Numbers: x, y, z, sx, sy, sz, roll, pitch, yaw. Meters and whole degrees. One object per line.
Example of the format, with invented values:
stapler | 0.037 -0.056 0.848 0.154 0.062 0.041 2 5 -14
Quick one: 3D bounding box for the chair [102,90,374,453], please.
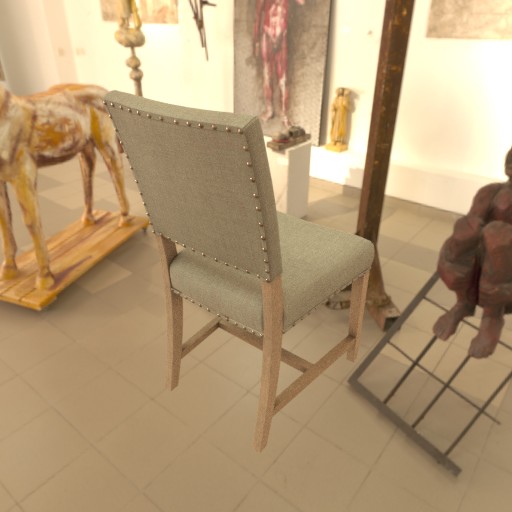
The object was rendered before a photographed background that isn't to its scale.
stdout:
chair | 0.000 0.000 1.349 0.508 0.986 0.622 22 37 32
